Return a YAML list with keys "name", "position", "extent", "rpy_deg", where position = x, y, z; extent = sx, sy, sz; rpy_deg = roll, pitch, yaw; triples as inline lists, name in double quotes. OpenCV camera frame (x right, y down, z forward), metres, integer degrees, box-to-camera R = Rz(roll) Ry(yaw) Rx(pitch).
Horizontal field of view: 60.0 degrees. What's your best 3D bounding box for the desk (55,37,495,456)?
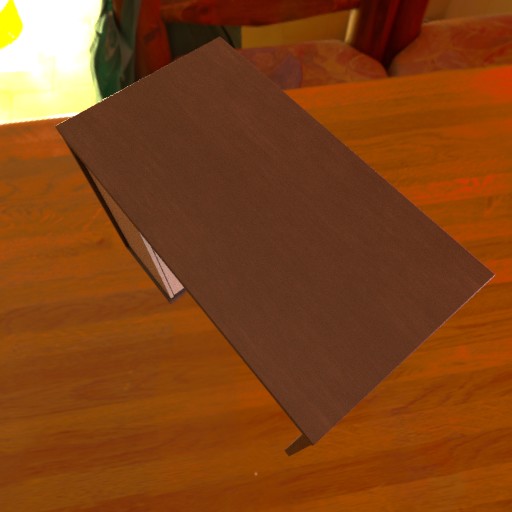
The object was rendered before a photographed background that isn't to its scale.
- name: "desk"
  position: [0.000, 0.000, 1.513]
  extent: [0.600, 0.750, 1.100]
  rpy_deg: [-36, 69, -16]
